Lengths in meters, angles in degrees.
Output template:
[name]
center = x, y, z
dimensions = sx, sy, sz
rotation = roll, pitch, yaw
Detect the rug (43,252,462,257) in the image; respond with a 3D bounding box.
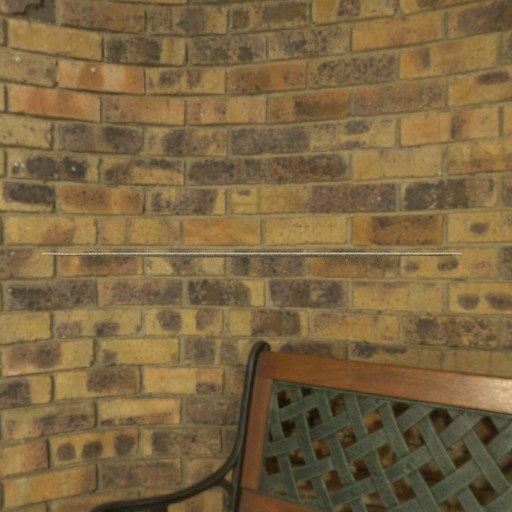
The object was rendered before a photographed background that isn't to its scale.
[rug]
center = 0.000, 0.000, 4.103
dimensions = 2.451, 0.026, 3.069
rotation = 0, 0, 1
